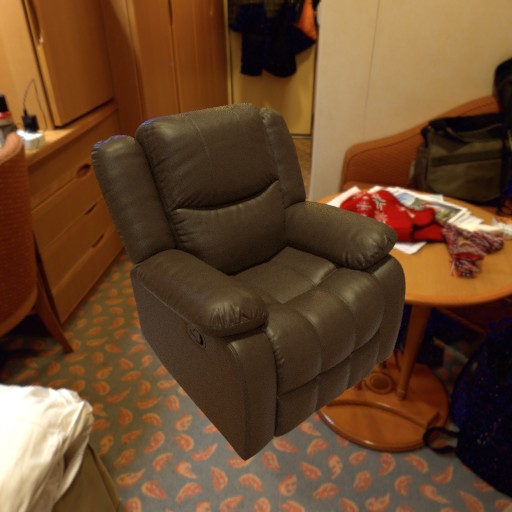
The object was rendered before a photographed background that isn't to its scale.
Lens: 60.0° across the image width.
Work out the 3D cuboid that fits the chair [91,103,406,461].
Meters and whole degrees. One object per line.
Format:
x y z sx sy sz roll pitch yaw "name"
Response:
0.000 0.000 1.739 0.899 1.009 0.934 -23 38 -32 "chair"
